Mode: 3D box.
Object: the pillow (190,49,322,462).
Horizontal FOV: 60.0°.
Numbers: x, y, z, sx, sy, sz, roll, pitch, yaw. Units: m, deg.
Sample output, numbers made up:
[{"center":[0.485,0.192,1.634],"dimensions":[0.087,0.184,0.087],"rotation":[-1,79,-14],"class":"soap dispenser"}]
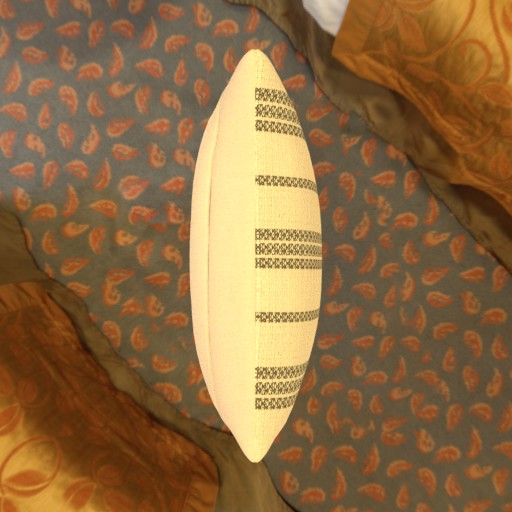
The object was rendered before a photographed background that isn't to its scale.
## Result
[{"center":[0.000,0.000,0.627],"dimensions":[0.173,0.406,0.405],"rotation":[0,90,0],"class":"pillow"}]
